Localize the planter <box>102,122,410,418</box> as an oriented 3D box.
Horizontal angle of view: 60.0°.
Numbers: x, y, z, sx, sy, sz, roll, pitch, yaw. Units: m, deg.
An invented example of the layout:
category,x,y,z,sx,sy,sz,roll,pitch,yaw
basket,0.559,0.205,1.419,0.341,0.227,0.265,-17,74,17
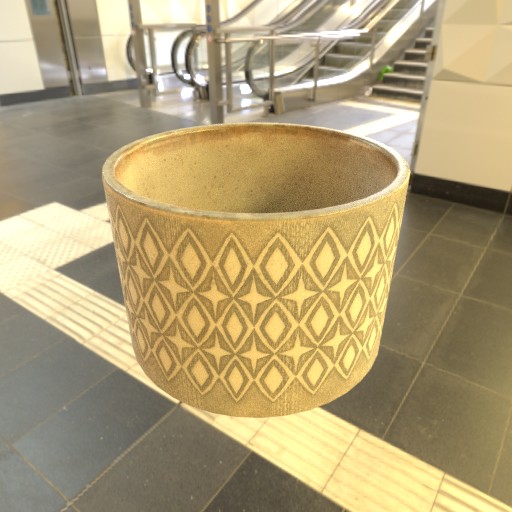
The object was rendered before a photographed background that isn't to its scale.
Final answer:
category,x,y,z,sx,sy,sz,roll,pitch,yaw
planter,0.000,0.000,0.314,0.186,0.144,0.186,0,30,0
